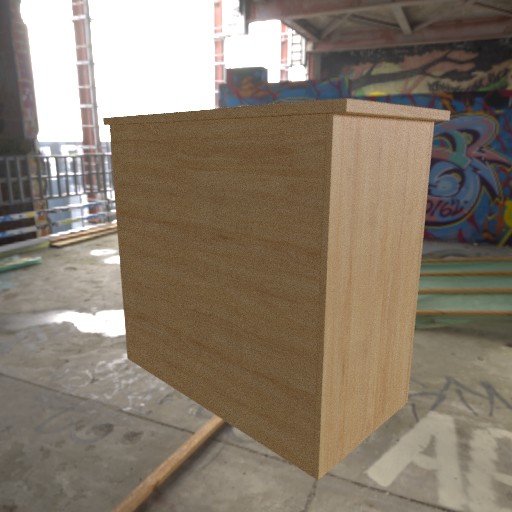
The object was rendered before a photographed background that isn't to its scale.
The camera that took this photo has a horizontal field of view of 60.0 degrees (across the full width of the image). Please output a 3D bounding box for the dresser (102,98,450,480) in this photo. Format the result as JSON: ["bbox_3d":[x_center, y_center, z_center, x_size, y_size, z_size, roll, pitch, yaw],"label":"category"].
[{"bbox_3d":[0.000,0.000,1.197,0.800,0.730,0.410,14,20,43],"label":"dresser"}]
